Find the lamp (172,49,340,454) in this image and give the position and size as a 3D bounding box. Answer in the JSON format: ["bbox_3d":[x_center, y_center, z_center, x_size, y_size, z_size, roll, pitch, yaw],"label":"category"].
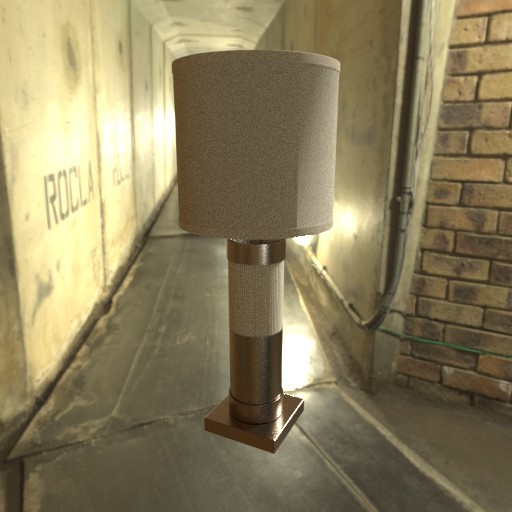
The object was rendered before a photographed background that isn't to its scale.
[{"bbox_3d":[0.000,0.000,0.600,0.202,0.509,0.202,7,16,26],"label":"lamp"}]
